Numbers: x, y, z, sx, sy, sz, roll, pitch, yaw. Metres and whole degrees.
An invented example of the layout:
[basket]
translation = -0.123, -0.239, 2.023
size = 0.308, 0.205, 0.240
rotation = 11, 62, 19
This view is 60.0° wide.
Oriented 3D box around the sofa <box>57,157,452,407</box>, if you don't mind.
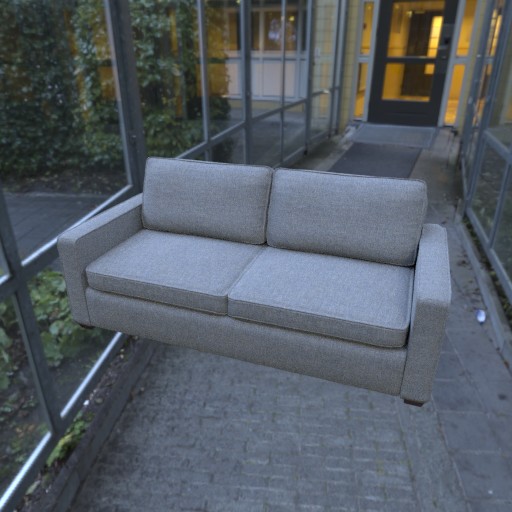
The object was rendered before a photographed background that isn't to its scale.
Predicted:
[sofa]
translation = 0.000, 0.000, 2.599
size = 2.078, 0.918, 0.945
rotation = 9, 27, 18
